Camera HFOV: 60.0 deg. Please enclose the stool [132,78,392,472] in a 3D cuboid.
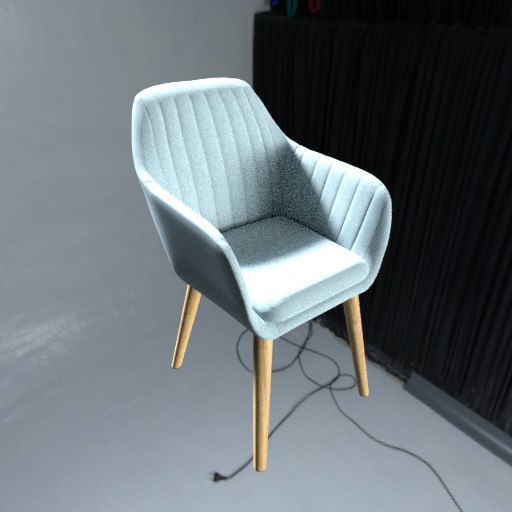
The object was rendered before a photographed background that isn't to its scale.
[{"bbox_3d":[0.000,0.000,1.208,0.503,0.830,0.590,-21,37,-32],"label":"stool"}]
